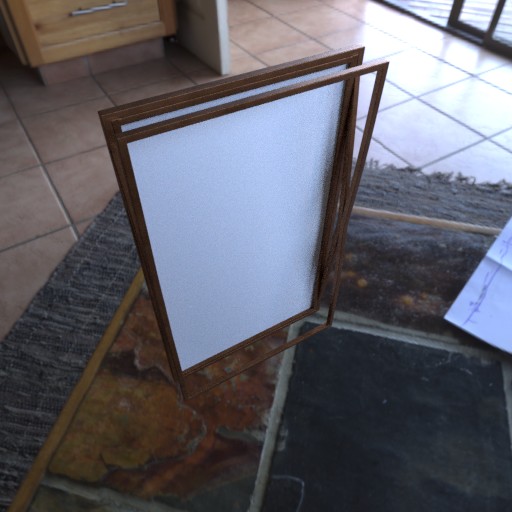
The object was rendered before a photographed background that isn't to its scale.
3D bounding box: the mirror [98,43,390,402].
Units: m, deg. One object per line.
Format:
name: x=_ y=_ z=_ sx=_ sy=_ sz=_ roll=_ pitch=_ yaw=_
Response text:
mirror: x=0.000 y=0.000 z=0.954 sx=0.468 sy=0.768 sz=0.082 roll=-23 pitch=51 yaw=-20
